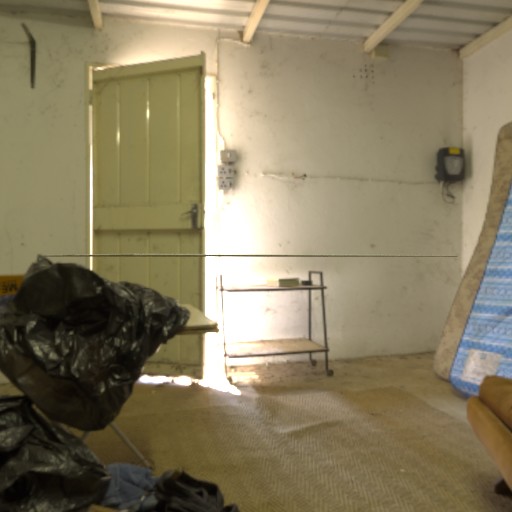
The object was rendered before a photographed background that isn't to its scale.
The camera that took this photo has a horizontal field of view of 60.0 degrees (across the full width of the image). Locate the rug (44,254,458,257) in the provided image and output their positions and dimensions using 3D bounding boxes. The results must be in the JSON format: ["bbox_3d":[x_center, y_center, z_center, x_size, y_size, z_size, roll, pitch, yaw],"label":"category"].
[{"bbox_3d":[0.000,0.000,2.909,2.284,0.008,1.522,0,0,-37],"label":"rug"}]
